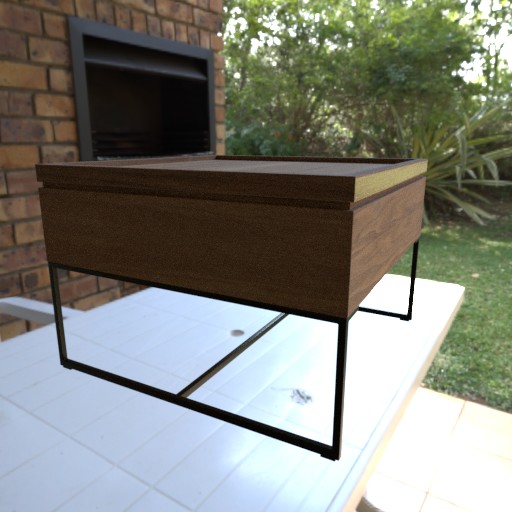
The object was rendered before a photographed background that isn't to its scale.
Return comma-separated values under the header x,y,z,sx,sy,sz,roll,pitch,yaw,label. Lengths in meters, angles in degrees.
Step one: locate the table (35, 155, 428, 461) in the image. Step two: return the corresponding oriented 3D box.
x,y,z,sx,sy,sz,roll,pitch,yaw,label
0.000,0.000,1.108,0.676,0.464,0.679,8,17,27,table
